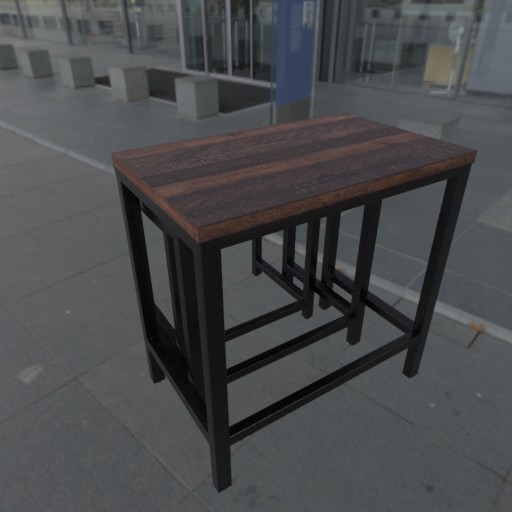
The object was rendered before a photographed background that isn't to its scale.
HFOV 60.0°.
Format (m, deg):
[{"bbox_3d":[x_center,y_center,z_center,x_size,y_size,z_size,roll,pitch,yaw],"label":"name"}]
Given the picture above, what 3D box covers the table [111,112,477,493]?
[{"bbox_3d":[0.000,0.000,1.123,0.608,0.616,0.660,-18,35,-28],"label":"table"}]
